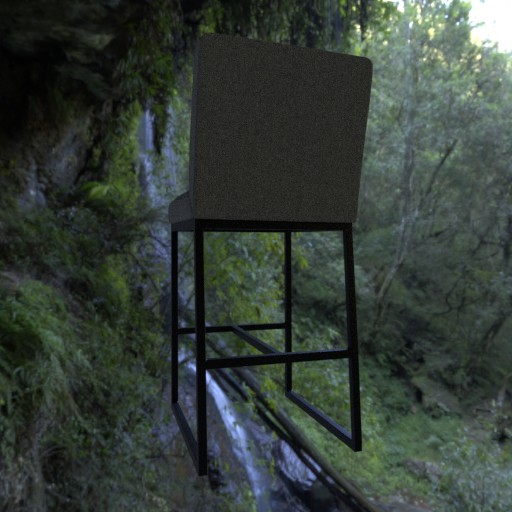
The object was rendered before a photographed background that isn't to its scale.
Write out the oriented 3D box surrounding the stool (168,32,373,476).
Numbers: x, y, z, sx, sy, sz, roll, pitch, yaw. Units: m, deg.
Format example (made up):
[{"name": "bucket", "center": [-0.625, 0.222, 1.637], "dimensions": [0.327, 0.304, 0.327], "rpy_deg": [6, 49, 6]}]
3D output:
[{"name": "stool", "center": [0.000, 0.000, 1.329], "dimensions": [0.459, 1.034, 0.571], "rpy_deg": [0, 0, -18]}]
